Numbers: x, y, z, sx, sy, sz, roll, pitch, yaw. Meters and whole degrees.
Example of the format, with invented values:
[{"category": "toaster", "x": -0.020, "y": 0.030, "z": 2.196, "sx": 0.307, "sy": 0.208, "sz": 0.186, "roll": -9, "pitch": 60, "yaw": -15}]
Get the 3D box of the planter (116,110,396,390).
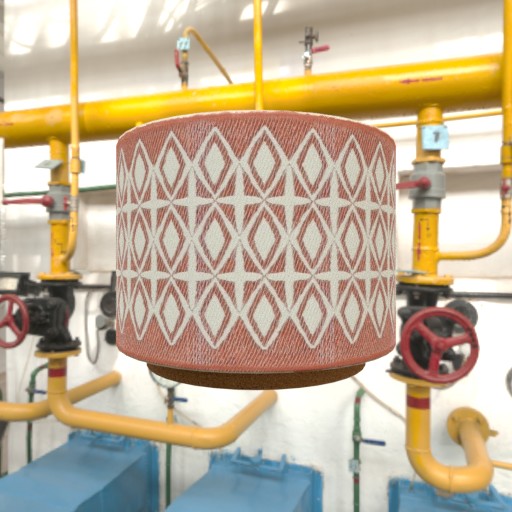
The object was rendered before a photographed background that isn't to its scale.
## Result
[{"category": "planter", "x": 0.000, "y": 0.000, "z": 0.319, "sx": 0.192, "sy": 0.148, "sz": 0.192, "roll": 0, "pitch": 0, "yaw": 0}]
